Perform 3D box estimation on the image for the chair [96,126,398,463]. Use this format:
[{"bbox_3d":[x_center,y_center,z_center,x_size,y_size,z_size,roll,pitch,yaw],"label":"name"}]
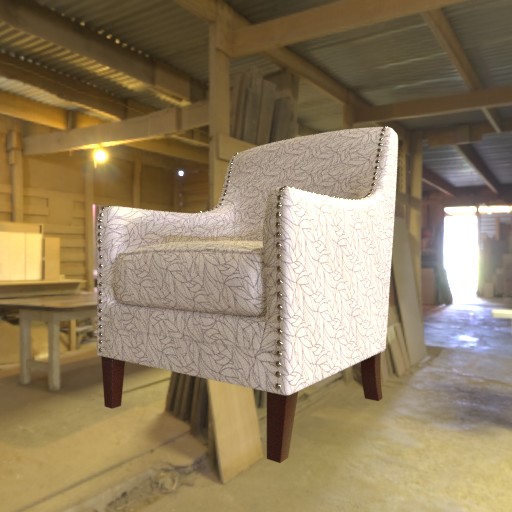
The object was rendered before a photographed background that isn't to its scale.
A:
[{"bbox_3d":[0.000,0.000,1.284,0.623,0.816,0.651,0,0,36],"label":"chair"}]
